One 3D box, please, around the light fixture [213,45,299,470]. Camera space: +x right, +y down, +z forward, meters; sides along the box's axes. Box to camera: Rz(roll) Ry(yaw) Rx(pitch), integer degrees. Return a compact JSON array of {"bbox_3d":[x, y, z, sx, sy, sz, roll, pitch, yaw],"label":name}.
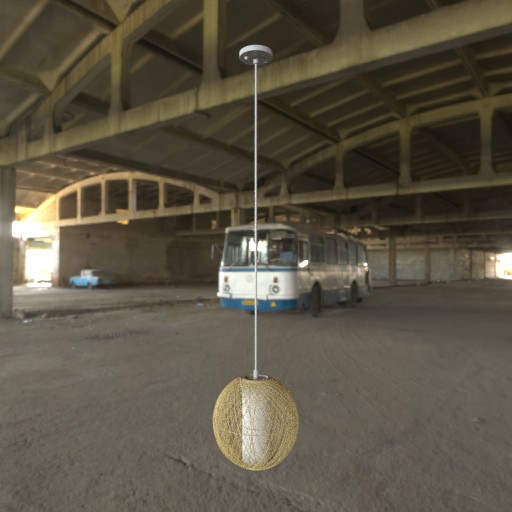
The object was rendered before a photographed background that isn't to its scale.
[{"bbox_3d":[0.000,0.000,2.113,0.406,1.955,0.407,-1,-2,36],"label":"light fixture"}]
